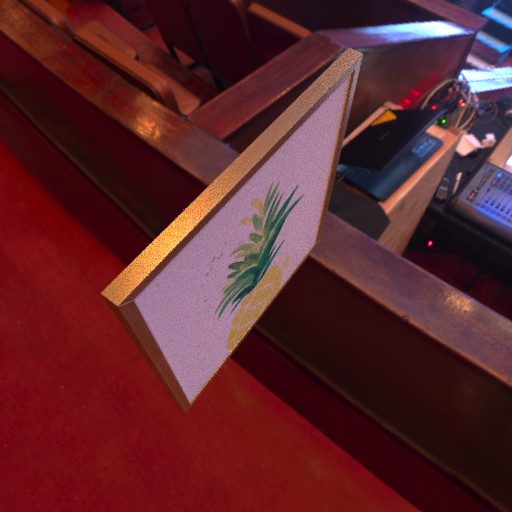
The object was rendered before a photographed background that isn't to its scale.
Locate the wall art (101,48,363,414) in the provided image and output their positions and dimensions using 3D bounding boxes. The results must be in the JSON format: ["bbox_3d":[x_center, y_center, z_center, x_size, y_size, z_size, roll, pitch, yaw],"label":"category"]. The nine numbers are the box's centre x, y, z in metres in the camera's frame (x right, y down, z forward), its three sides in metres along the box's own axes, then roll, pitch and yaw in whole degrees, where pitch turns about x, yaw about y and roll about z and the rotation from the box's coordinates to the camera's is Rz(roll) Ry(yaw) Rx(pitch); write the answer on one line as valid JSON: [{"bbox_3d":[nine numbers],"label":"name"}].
[{"bbox_3d":[0.000,0.000,1.159,0.037,0.760,0.762,32,64,18],"label":"wall art"}]
